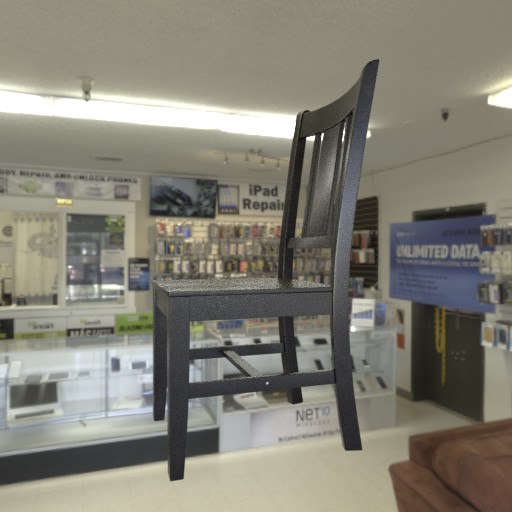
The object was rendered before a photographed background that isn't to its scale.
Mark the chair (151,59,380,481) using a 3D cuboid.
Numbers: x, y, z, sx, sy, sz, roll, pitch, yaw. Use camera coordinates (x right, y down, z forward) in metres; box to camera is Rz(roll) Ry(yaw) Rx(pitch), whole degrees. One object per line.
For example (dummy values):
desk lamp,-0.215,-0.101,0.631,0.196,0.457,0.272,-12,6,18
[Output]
chair,0.000,0.000,1.257,0.555,0.998,0.450,0,1,-18
